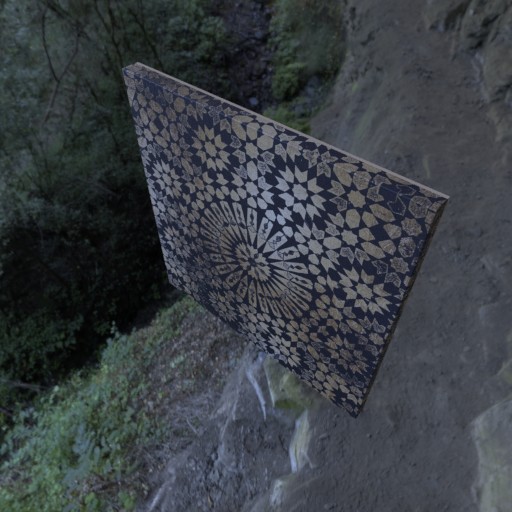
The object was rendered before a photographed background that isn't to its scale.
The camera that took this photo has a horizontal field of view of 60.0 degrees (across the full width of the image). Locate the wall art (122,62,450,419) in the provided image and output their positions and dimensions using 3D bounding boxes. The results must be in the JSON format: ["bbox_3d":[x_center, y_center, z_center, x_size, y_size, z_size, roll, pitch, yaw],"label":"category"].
[{"bbox_3d":[0.000,0.000,0.907,0.612,0.612,0.038,32,54,26],"label":"wall art"}]
